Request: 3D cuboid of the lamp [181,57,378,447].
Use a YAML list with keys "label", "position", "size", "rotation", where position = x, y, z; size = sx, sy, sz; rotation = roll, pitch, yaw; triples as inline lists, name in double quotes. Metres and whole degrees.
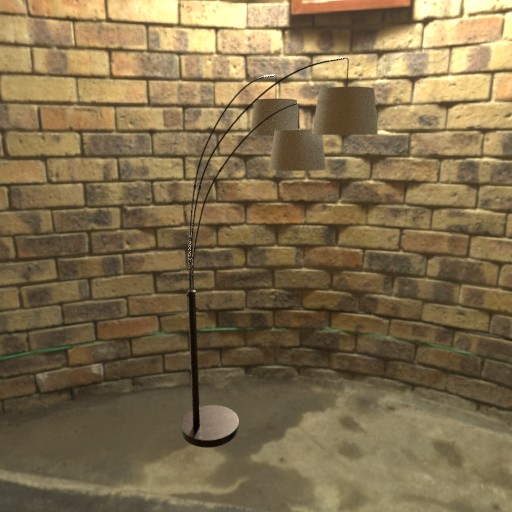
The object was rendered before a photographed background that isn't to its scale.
- label: "lamp"
  position: [0.000, 0.000, 2.414]
  size: [0.924, 1.950, 0.951]
  rotation: [-7, 16, -26]
